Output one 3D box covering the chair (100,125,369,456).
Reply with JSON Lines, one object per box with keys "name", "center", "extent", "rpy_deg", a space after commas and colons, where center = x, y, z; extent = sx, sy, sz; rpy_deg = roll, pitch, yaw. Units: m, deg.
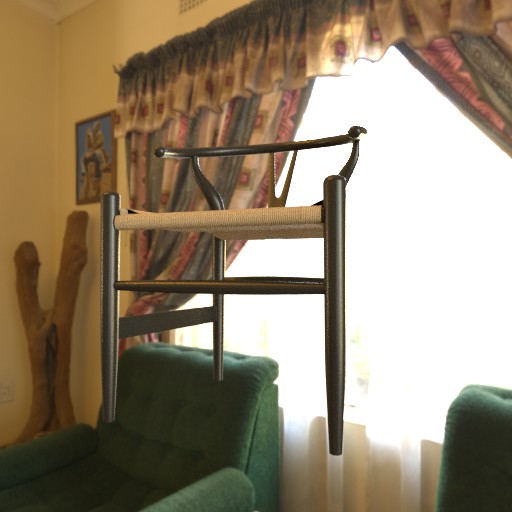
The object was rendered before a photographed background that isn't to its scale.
{"name": "chair", "center": [0.000, 0.000, 1.153], "extent": [0.570, 0.739, 0.570], "rpy_deg": [-1, -2, 20]}
